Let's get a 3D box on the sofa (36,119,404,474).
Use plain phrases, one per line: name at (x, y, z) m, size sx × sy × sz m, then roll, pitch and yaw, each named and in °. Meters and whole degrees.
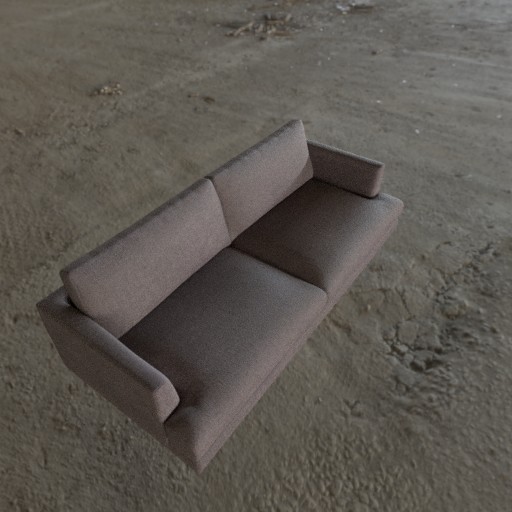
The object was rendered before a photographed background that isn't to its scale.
sofa at (0.000, 0.000, 2.719) m, size 1.020 × 0.868 × 2.250 m, roll 26°, pitch 48°, yaw 26°
